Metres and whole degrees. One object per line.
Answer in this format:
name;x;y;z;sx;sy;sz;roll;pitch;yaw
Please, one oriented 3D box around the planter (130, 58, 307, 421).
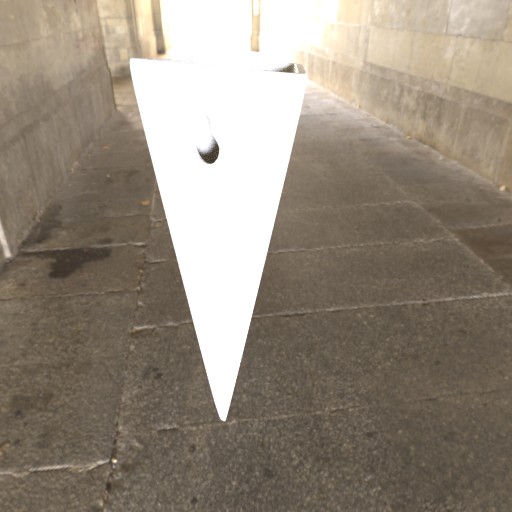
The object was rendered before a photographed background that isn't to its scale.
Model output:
planter;0.000;0.000;0.274;0.101;0.224;0.081;20;35;32
